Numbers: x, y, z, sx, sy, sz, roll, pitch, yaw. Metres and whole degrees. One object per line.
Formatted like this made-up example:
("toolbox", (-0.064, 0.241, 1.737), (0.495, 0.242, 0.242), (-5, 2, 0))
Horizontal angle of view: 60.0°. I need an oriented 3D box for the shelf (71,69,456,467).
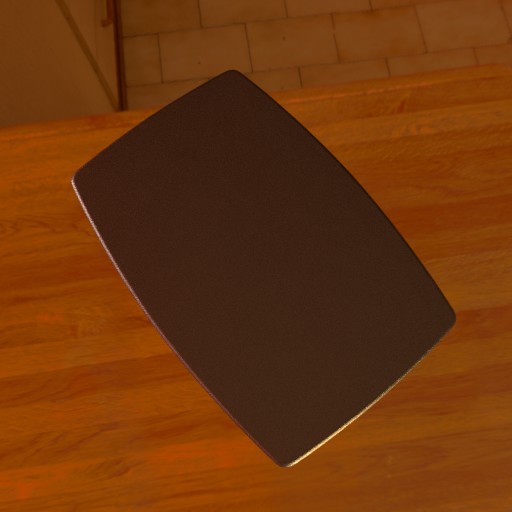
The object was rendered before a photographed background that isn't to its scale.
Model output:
("shelf", (0.000, 0.000, 0.531), (0.280, 0.100, 0.410), (-37, 78, -9))
